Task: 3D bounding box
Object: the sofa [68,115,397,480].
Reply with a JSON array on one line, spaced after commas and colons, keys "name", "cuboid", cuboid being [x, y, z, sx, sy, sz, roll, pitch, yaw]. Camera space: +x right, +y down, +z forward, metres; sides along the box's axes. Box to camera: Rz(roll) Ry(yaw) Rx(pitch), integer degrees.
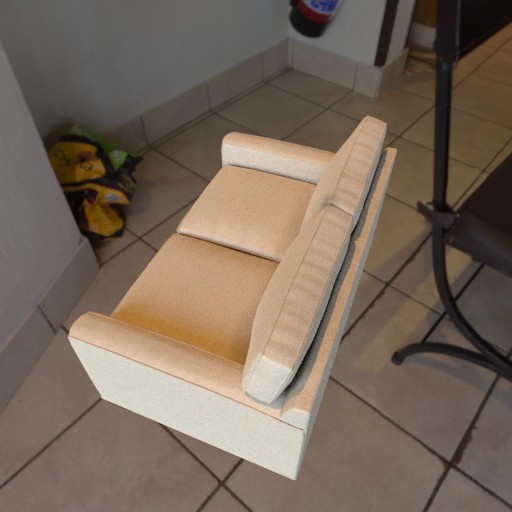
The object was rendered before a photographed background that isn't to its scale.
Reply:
[{"name": "sofa", "cuboid": [0.000, 0.000, 2.062, 0.942, 0.853, 1.484, 17, 50, 15]}]
